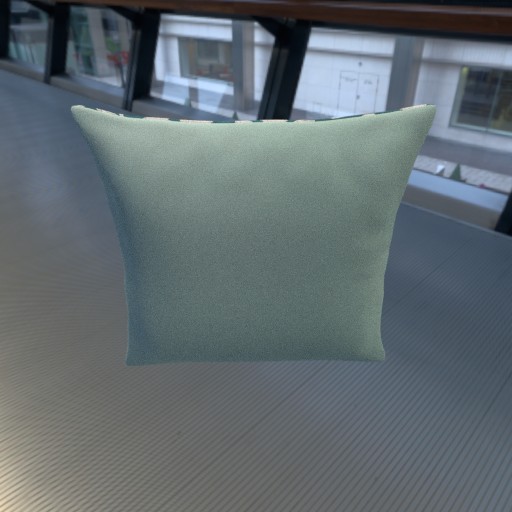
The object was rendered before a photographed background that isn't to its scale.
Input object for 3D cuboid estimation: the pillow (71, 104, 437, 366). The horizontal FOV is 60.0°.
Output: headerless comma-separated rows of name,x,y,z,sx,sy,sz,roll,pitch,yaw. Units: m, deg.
pillow,0.000,0.000,0.766,0.525,0.508,0.166,-1,31,-1
